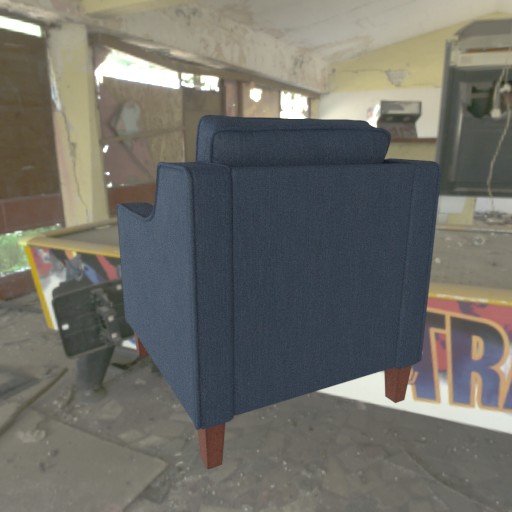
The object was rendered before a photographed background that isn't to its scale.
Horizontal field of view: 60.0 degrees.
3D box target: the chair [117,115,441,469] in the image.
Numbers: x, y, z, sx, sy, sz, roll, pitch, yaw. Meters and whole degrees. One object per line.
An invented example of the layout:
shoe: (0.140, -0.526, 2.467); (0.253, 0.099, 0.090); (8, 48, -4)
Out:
chair: (0.000, 0.000, 1.652); (0.831, 0.960, 0.909); (-7, 16, -27)
